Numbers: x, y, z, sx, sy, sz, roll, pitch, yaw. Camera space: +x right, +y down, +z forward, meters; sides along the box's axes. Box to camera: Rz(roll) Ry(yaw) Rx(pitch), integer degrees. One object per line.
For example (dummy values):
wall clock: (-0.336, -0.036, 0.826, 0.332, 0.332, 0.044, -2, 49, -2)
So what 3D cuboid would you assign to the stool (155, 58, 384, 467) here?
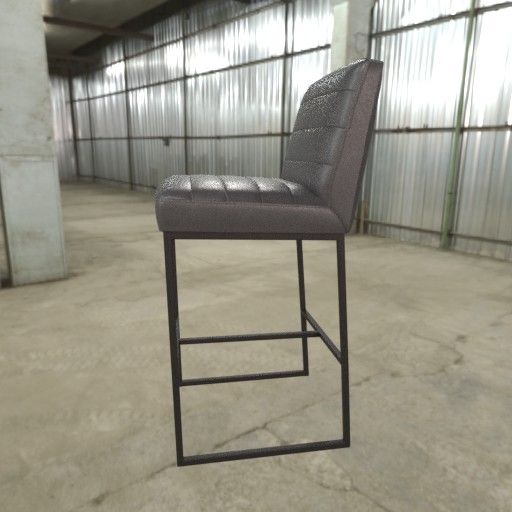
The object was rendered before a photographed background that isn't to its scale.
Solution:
stool: (0.000, 0.000, 1.317, 0.552, 1.040, 0.457, -2, 13, -9)
